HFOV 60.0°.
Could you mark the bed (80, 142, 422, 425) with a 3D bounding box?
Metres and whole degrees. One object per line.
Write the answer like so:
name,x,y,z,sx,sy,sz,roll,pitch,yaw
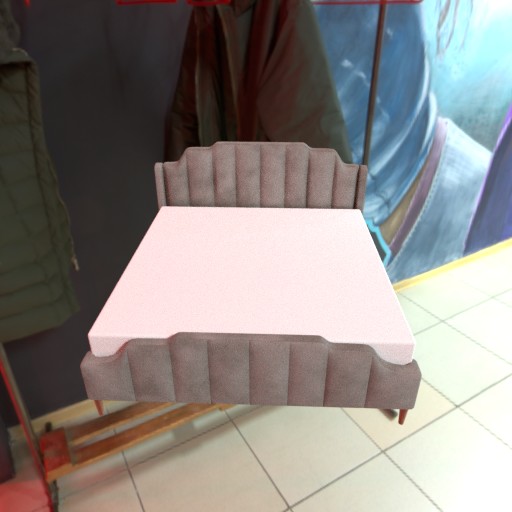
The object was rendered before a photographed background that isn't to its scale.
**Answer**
bed,0.000,0.000,3.574,2.074,1.245,2.340,1,29,2
